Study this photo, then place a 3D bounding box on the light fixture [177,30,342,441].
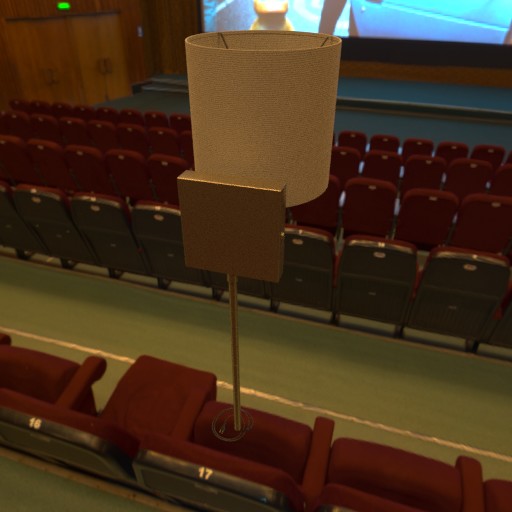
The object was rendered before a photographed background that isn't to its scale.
[{"bbox_3d":[0.000,0.000,0.673,0.188,0.589,0.248,9,34,14],"label":"light fixture"}]
